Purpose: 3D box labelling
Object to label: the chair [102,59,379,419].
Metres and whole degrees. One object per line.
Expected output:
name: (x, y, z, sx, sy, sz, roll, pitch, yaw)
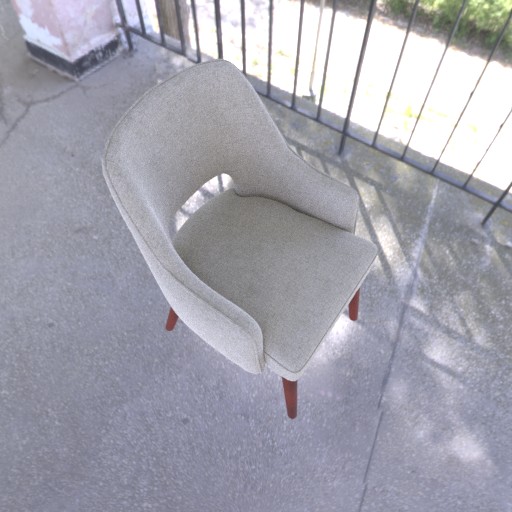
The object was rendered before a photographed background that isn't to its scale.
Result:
chair: (0.000, 0.000, 1.253, 0.605, 0.849, 0.548, 30, 62, 18)
